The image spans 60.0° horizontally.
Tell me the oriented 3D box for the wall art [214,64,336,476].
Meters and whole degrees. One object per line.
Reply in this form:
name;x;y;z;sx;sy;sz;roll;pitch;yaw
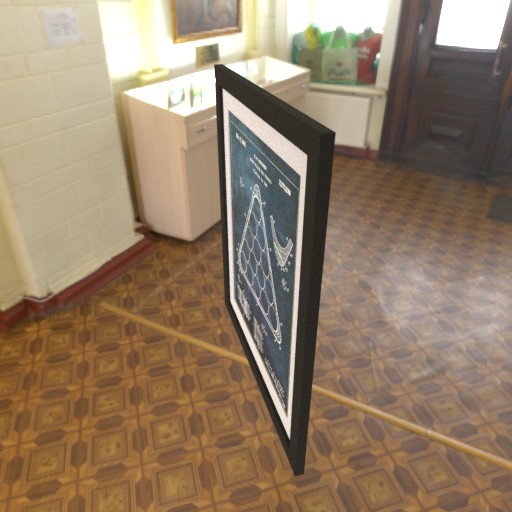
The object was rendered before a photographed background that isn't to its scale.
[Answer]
wall art;0.000;0.000;0.501;0.010;0.361;0.311;-9;32;-15
